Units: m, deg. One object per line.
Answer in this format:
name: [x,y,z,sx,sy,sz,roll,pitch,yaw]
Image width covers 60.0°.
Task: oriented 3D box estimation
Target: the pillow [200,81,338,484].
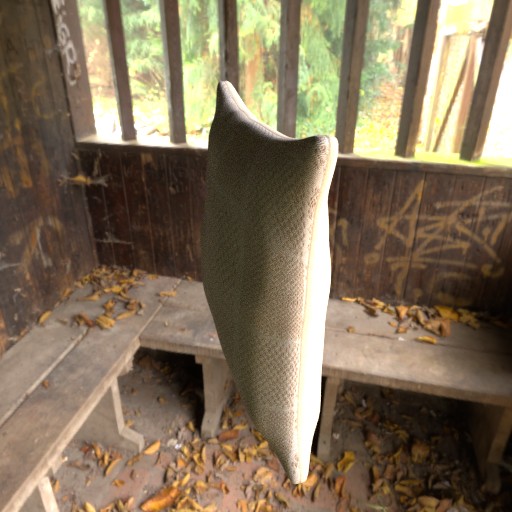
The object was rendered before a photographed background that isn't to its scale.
pillow: [0.000,0.000,0.641,0.138,0.432,0.436,-7,28,-13]
